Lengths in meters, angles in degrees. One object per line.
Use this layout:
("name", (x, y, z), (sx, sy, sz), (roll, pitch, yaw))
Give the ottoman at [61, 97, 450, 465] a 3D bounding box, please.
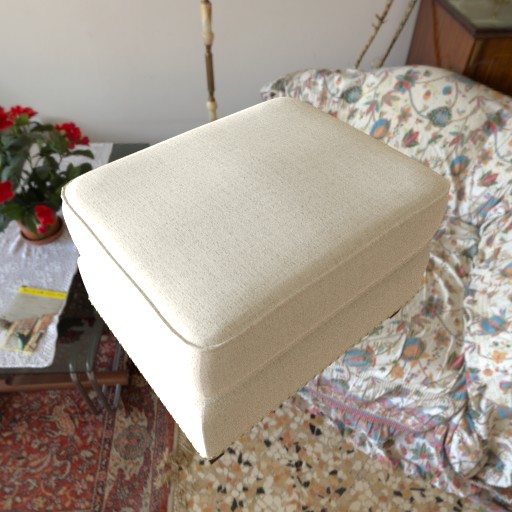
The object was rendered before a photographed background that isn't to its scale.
("ottoman", (0.000, 0.000, 1.124), (0.738, 0.537, 0.589), (-31, 53, -26))
